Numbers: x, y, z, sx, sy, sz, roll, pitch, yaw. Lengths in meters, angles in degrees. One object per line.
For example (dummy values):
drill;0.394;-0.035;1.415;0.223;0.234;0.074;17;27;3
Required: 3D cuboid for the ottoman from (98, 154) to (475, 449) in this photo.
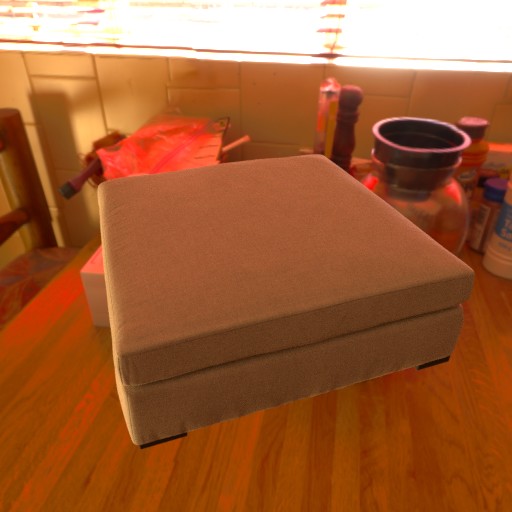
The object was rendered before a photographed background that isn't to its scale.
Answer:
ottoman;0.000;0.000;1.817;1.203;0.517;1.171;-11;35;-16
